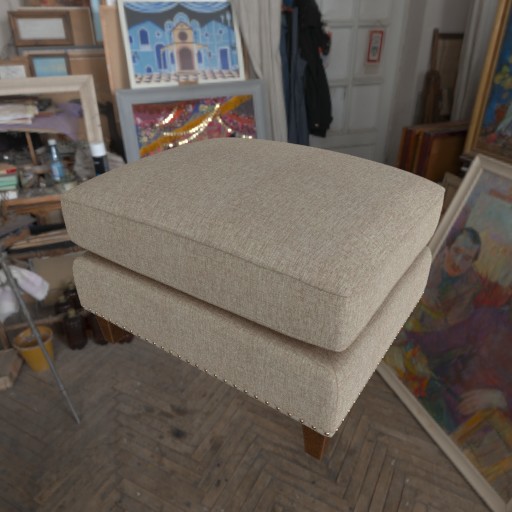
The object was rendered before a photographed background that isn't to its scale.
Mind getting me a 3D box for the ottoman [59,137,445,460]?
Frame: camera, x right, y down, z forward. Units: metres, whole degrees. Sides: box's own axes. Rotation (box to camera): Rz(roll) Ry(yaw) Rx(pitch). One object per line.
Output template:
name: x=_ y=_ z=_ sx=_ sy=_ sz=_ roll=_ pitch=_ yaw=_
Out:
ottoman: x=0.000 y=0.000 z=1.131 sx=0.741 sy=0.513 sz=0.584 roll=19 pitch=34 yaw=30
